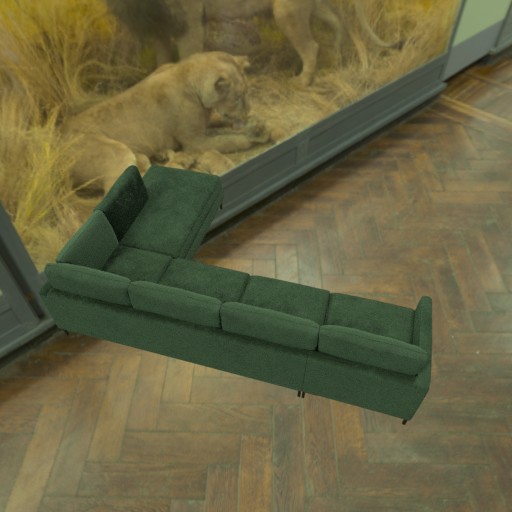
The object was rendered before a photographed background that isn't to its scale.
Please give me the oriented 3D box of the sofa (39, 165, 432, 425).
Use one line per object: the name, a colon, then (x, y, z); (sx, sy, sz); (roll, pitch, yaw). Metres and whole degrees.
sofa: (0.000, 0.000, 3.290); (2.486, 0.687, 1.707); (12, 48, 11)
